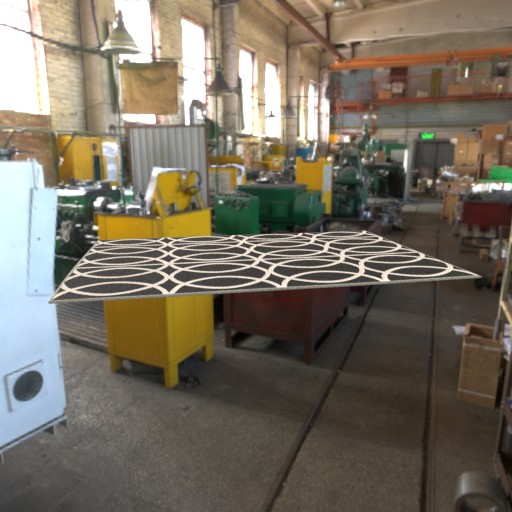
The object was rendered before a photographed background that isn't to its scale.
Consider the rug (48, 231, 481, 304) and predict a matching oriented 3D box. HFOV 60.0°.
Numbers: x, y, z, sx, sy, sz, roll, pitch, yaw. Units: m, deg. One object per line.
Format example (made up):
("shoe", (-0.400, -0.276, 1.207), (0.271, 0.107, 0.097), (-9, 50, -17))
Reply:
("rug", (0.000, 0.000, 3.000), (2.294, 0.014, 1.528), (-3, 13, -11))
